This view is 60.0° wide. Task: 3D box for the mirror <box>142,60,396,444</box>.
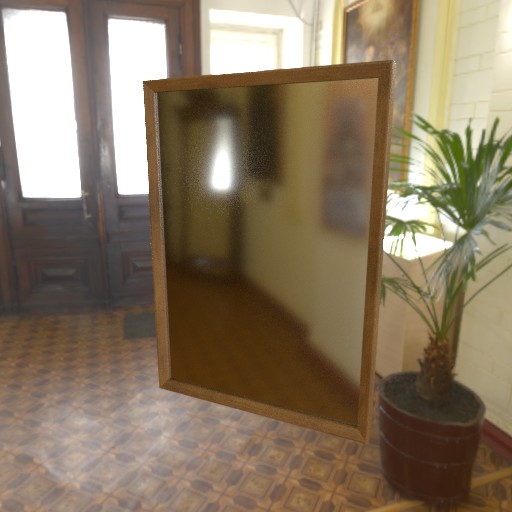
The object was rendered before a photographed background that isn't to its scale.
[{"bbox_3d":[0.000,0.000,0.918,0.508,0.711,0.039,6,15,24],"label":"mirror"}]
